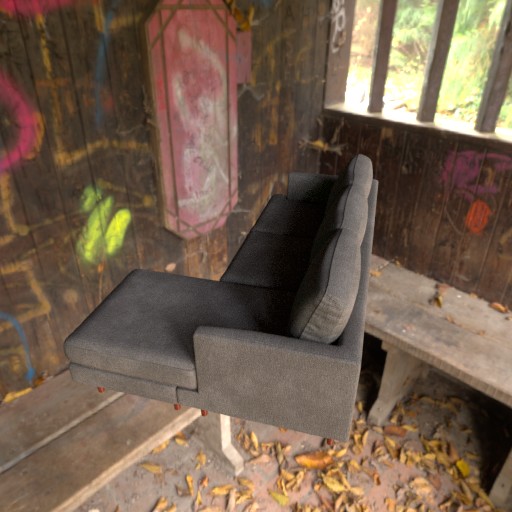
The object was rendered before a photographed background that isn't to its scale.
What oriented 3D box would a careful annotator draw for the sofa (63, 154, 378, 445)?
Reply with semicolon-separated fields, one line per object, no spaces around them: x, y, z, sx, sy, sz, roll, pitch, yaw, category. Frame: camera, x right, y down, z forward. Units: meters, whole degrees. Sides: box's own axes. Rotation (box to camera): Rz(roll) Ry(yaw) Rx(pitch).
0.000;0.000;3.034;1.504;0.956;2.233;8;31;13;sofa
